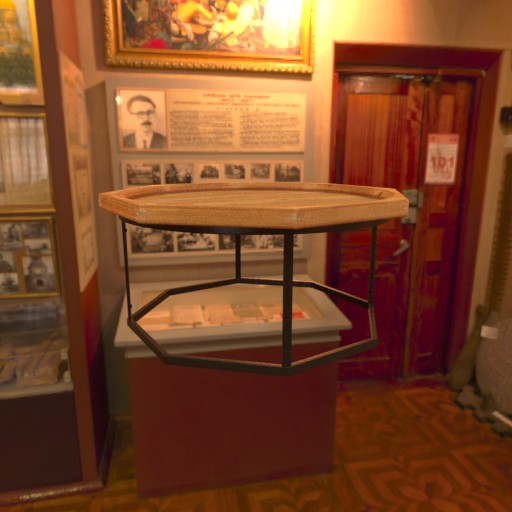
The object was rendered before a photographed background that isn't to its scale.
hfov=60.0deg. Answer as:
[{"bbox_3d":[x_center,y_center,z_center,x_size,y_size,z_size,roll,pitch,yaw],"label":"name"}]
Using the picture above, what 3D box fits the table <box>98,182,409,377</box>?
[{"bbox_3d":[0.000,0.000,1.522,1.002,0.444,1.002,0,13,0],"label":"table"}]
